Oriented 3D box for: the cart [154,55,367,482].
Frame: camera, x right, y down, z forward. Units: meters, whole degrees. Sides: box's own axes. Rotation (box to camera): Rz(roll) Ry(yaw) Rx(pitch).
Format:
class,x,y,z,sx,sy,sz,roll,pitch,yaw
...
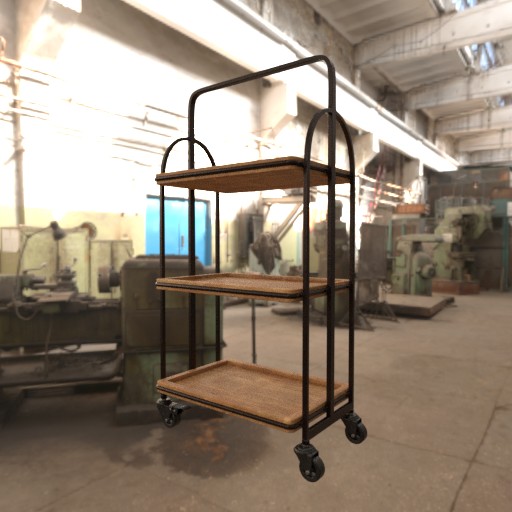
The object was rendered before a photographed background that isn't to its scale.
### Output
class,x,y,z,sx,sy,sz,roll,pitch,yaw
cart,0.000,0.000,1.232,0.553,1.001,0.327,2,3,37
